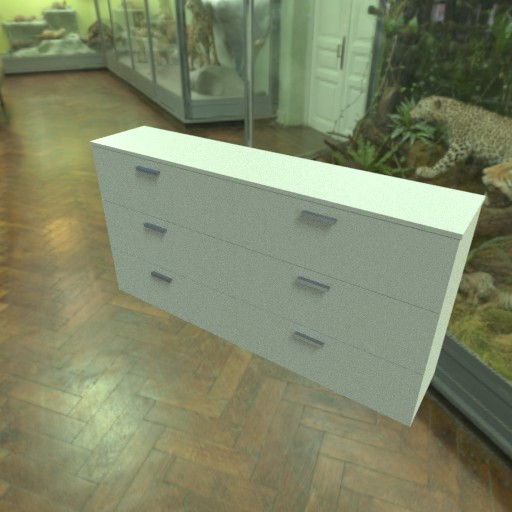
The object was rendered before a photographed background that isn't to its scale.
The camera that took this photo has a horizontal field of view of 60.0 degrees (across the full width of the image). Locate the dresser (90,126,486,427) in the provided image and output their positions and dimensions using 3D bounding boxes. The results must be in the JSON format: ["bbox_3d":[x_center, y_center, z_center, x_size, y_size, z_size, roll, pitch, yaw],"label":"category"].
[{"bbox_3d":[0.000,0.000,1.860,1.535,0.790,0.333,19,36,29],"label":"dresser"}]
